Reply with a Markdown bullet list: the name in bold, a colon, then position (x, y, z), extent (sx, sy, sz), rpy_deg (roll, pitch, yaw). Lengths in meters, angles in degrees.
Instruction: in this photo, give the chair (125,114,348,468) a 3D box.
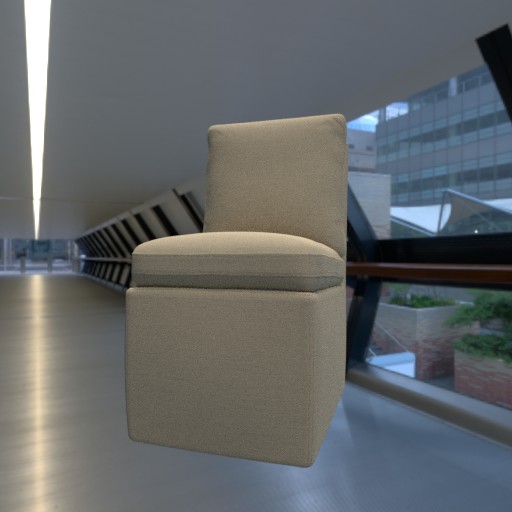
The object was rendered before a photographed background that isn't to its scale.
- **chair**: position (0.000, 0.000, 1.342), extent (0.503, 0.927, 0.698), rpy_deg (0, 1, 18)
